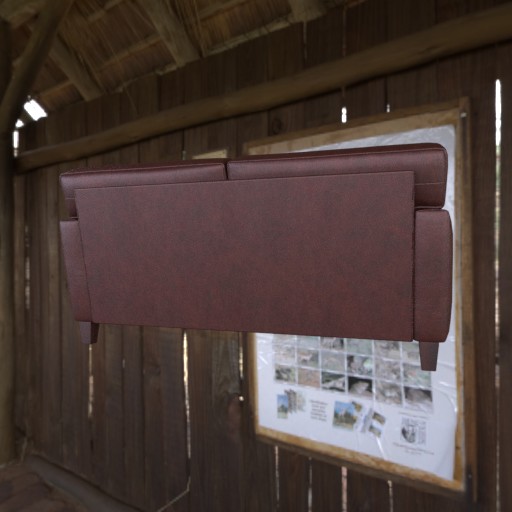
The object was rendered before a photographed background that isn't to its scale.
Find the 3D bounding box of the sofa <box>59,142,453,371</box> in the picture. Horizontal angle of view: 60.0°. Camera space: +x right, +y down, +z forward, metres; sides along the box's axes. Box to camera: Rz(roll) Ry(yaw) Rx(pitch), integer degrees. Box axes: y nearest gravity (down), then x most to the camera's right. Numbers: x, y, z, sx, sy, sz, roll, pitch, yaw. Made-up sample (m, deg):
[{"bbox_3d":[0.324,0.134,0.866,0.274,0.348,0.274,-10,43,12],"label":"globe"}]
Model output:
[{"bbox_3d":[0.000,0.000,2.341,1.876,0.928,0.912,0,0,18],"label":"sofa"}]
